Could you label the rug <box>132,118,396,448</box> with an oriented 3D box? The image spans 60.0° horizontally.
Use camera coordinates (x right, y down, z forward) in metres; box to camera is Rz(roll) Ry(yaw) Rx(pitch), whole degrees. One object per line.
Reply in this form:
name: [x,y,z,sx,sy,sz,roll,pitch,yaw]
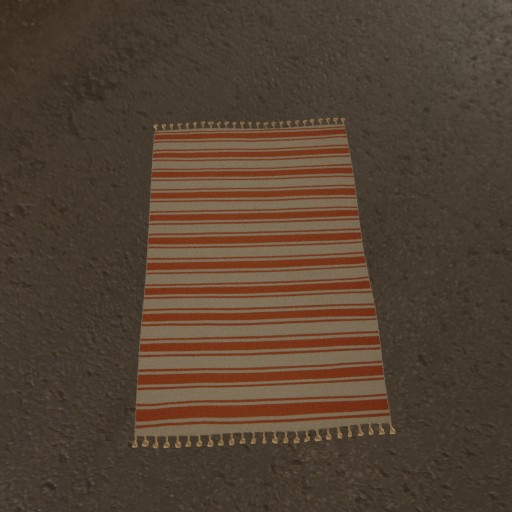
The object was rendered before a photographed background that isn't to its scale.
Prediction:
rug: [0.000,0.000,3.106,1.556,0.022,2.433,-2,65,-1]
